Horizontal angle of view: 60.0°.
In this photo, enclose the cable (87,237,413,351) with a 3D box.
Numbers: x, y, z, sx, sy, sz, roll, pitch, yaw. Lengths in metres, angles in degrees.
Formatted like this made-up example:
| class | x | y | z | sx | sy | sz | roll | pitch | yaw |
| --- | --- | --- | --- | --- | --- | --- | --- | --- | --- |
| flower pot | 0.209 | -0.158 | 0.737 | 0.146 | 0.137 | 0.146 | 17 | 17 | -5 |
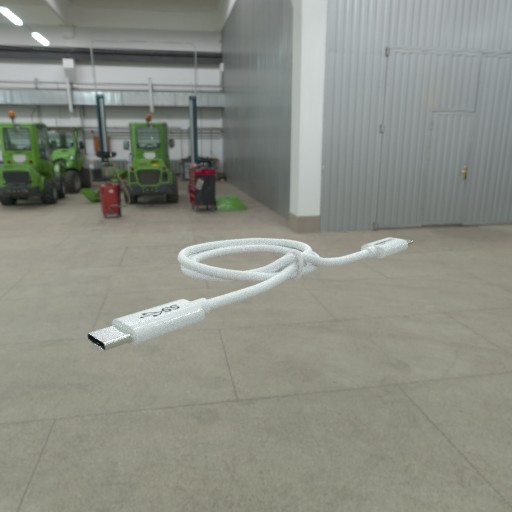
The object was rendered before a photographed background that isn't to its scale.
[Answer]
| class | x | y | z | sx | sy | sz | roll | pitch | yaw |
| --- | --- | --- | --- | --- | --- | --- | --- | --- | --- |
| cable | 0.000 | 0.000 | 0.208 | 0.070 | 0.014 | 0.186 | 14 | 20 | 42 |
